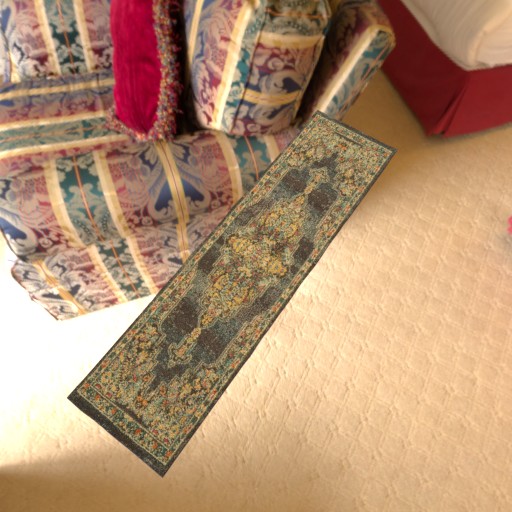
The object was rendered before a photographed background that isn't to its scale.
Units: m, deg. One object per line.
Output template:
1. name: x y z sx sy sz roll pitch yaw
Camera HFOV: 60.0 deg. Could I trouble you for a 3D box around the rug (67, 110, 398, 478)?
1. rug: 0.000 0.000 2.455 0.602 0.016 2.283 32 67 16
